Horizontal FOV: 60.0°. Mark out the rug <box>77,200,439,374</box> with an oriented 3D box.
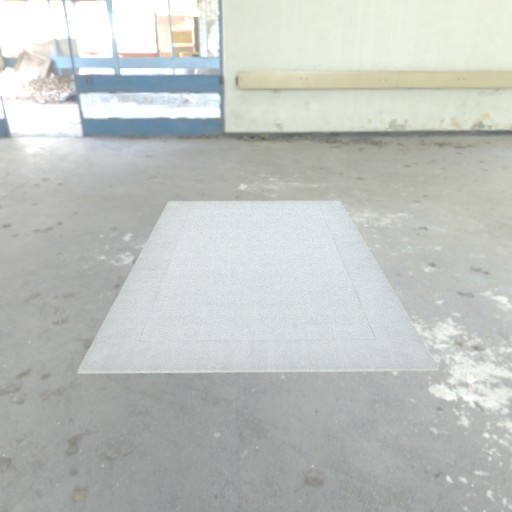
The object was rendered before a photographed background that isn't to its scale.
[{"bbox_3d":[0.000,0.000,2.313,1.219,0.013,1.829,0,25,-1],"label":"rug"}]
